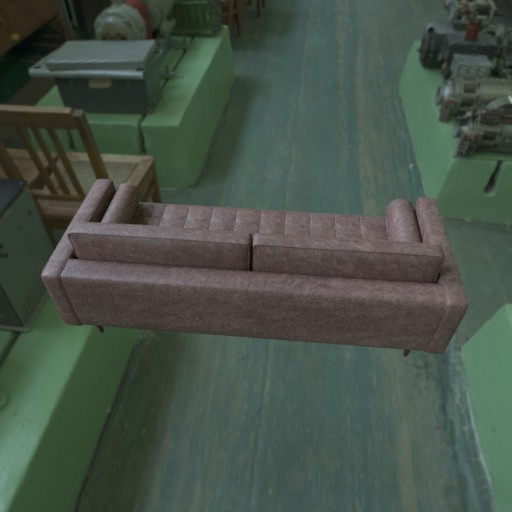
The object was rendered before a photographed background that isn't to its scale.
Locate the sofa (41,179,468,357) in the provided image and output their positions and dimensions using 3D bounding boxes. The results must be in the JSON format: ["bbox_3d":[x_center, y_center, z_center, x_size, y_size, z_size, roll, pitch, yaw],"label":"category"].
[{"bbox_3d":[0.000,0.000,2.697,2.210,0.762,0.914,4,46,4],"label":"sofa"}]
